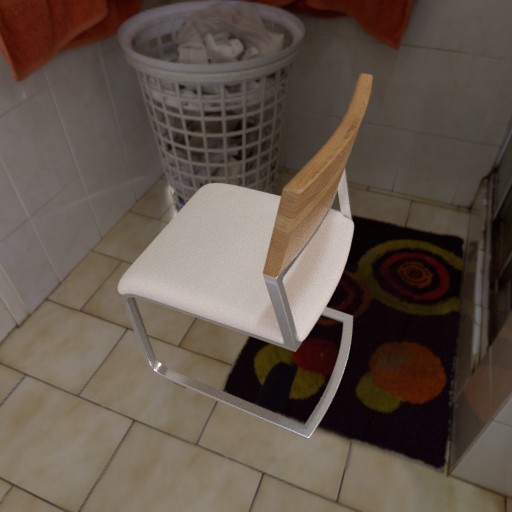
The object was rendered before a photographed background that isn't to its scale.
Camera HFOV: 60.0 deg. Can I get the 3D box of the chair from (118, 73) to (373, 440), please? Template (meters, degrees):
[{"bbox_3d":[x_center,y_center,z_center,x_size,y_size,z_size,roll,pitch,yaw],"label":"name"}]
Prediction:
[{"bbox_3d":[0.000,0.000,1.167,0.585,0.844,0.467,18,48,17],"label":"chair"}]
